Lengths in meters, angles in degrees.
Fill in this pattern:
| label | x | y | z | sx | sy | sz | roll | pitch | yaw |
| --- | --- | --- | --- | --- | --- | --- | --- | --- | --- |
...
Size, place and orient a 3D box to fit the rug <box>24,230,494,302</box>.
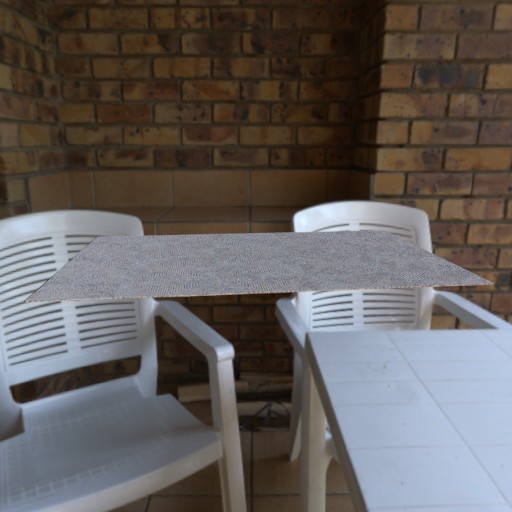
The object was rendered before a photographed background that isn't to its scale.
| label | x | y | z | sx | sy | sz | roll | pitch | yaw |
| --- | --- | --- | --- | --- | --- | --- | --- | --- | --- |
| rug | 0.000 | 0.000 | 2.996 | 2.428 | 0.007 | 1.519 | -2 | 14 | -6 |
